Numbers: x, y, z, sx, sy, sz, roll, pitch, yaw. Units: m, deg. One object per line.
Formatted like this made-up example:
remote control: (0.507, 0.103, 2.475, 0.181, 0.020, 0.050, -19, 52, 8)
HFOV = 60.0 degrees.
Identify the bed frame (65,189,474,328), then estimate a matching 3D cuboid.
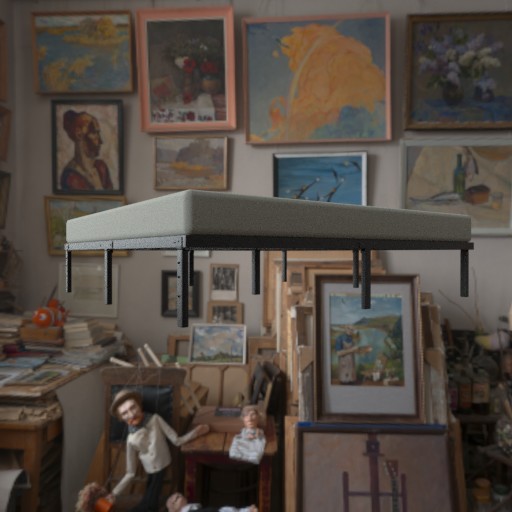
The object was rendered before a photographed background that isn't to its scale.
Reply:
bed frame: (0.000, 0.000, 3.913, 2.635, 0.680, 2.526, 0, 0, -36)
